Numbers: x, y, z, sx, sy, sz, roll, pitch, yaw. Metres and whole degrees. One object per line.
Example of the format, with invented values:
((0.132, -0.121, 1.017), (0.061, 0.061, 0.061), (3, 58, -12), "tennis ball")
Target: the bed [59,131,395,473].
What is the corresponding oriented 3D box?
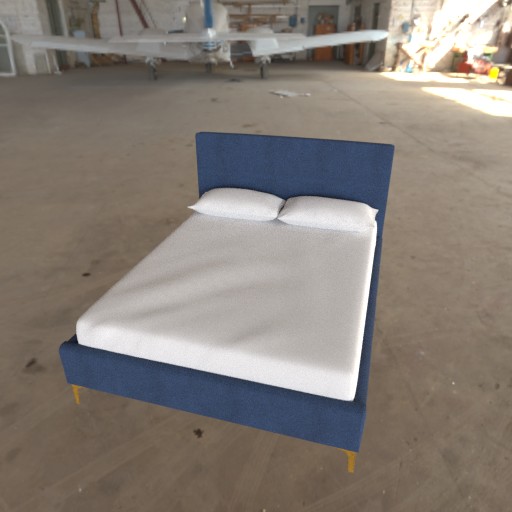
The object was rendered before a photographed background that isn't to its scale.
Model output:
((0.000, 0.000, 3.138), (1.723, 1.231, 2.172), (8, 29, 15), "bed")
